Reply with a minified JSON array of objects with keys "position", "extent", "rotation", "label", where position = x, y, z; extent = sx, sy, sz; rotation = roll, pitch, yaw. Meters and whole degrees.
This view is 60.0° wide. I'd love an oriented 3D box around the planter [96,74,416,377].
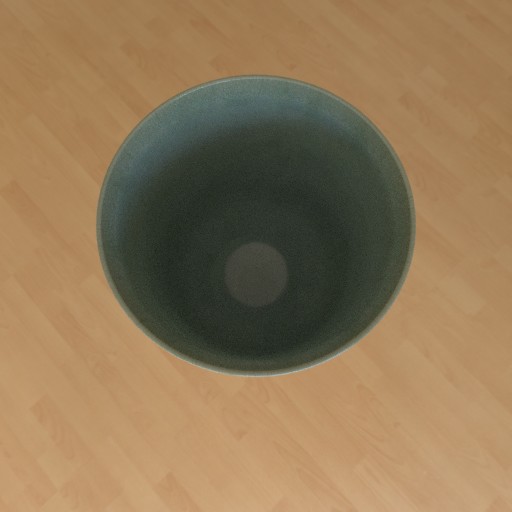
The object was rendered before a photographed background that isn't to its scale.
[{"position":[0.000,0.000,0.378],"extent":[0.198,0.214,0.198],"rotation":[0,75,0],"label":"planter"}]
